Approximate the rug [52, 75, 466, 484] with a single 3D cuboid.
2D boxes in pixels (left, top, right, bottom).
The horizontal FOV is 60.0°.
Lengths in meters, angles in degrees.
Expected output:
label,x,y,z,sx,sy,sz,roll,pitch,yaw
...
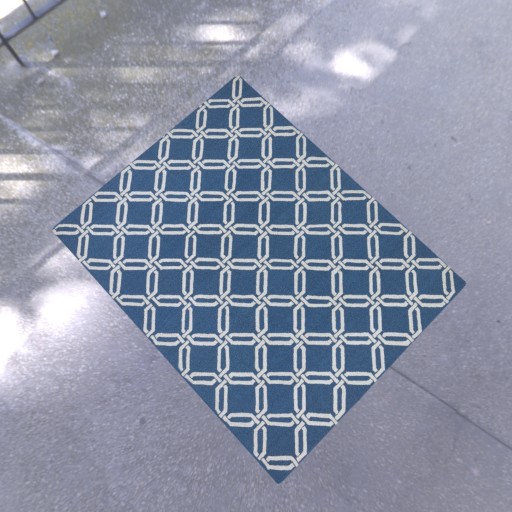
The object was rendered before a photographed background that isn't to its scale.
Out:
label,x,y,z,sx,sy,sz,roll,pitch,yaw
rug,0.000,0.000,3.851,2.277,0.020,2.867,-43,80,-10
